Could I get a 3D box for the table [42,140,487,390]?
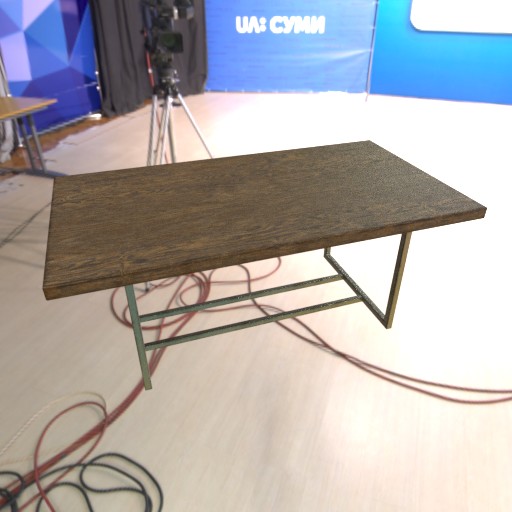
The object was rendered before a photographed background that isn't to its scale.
[{"bbox_3d":[0.000,0.000,2.500,1.989,0.795,1.078,-10,34,-16],"label":"table"}]
